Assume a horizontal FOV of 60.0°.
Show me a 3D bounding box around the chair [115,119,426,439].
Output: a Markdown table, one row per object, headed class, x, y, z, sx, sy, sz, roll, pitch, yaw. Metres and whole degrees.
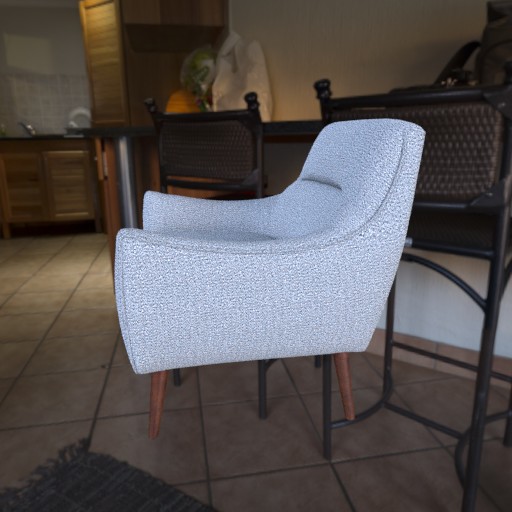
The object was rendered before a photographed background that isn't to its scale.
| class | x | y | z | sx | sy | sz | roll | pitch | yaw |
| --- | --- | --- | --- | --- | --- | --- | --- | --- | --- |
| chair | 0.000 | 0.000 | 1.424 | 0.787 | 0.838 | 0.762 | -2 | 16 | -8 |
